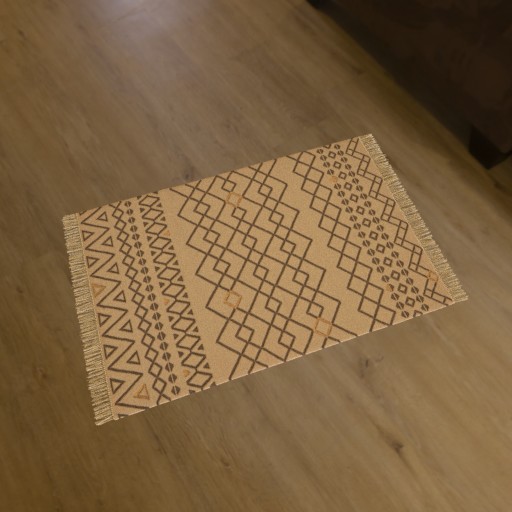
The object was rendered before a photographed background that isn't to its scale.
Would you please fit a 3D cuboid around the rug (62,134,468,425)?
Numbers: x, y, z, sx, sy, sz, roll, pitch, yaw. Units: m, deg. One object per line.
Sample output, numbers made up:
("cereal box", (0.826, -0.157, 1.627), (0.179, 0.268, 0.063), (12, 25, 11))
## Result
("rug", (0.000, 0.000, 2.495), (2.023, 0.028, 1.224), (-17, 64, -8))
